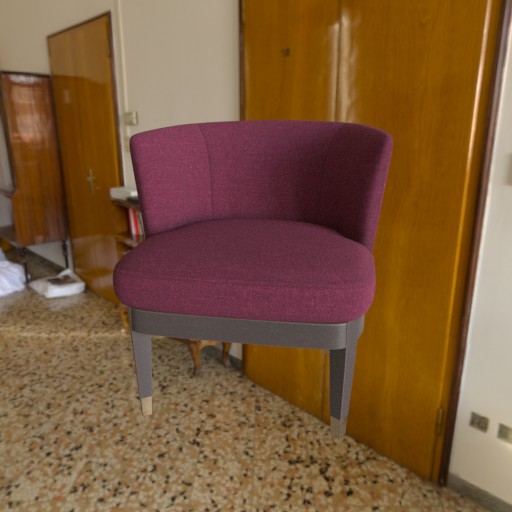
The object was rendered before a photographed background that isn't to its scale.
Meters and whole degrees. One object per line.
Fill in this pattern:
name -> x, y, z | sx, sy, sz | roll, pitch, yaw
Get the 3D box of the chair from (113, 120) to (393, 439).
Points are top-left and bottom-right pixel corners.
chair -> 0.000, 0.000, 1.269 | 0.700, 0.760, 0.660 | 3, 16, 10
